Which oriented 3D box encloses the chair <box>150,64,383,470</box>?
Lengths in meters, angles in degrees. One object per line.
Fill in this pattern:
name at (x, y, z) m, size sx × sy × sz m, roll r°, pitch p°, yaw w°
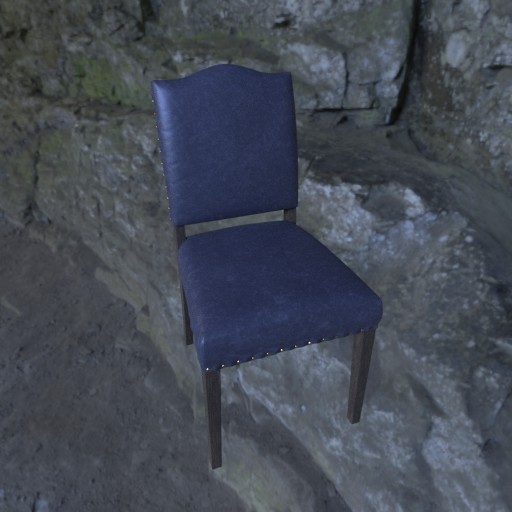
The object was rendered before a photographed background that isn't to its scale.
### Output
chair at (0.000, 0.000, 1.326) m, size 0.500 × 0.991 × 0.633 m, roll -11°, pitch 33°, yaw -17°
